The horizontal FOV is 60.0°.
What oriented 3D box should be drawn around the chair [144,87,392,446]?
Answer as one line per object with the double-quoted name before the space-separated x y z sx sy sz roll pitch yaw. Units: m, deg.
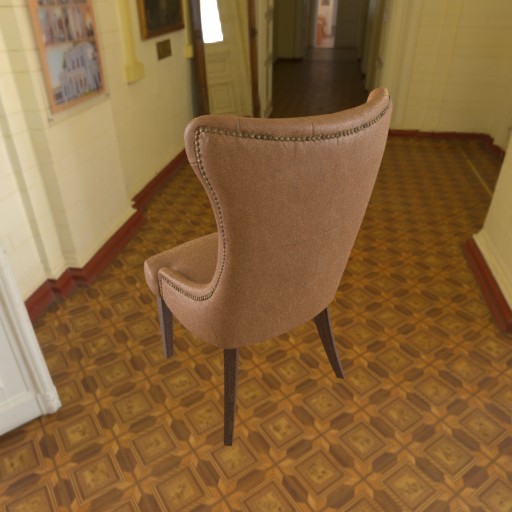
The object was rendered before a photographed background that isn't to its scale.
"chair" 0.000 0.000 1.462 0.611 1.065 0.669 -20 36 -29
